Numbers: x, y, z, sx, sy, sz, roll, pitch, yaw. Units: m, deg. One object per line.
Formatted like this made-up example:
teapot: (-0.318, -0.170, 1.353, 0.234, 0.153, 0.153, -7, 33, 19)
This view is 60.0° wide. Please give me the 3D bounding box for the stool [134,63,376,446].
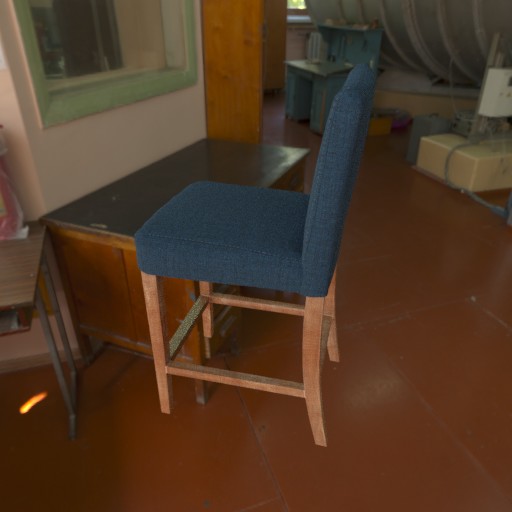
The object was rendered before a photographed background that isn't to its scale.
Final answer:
stool: (0.000, 0.000, 1.328, 0.567, 1.039, 0.454, 8, 31, 13)
